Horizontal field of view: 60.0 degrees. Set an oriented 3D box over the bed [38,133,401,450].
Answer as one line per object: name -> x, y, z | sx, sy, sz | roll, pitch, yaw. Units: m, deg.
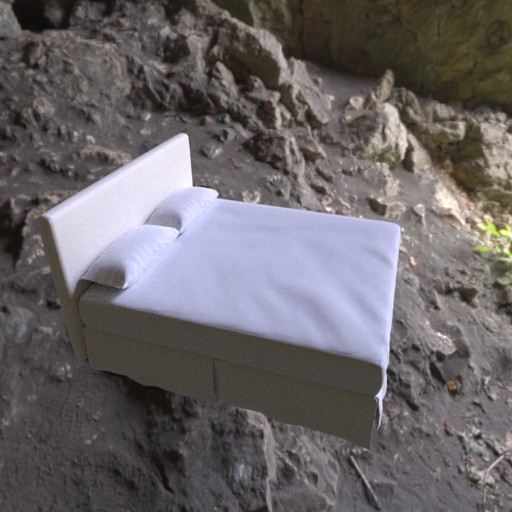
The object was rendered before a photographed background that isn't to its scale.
bed -> 0.000, 0.000, 3.660 | 2.341, 1.317, 2.119 | 10, 33, 16
